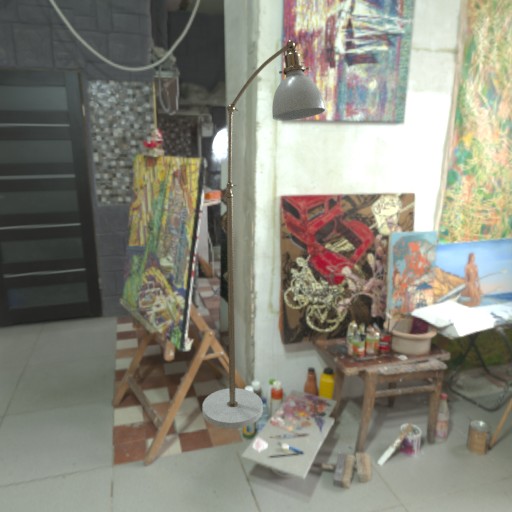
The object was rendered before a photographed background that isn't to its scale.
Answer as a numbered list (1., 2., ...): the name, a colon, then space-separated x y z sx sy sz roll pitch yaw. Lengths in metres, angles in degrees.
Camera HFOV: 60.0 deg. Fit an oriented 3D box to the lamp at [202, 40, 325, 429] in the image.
1. lamp: 0.000 0.000 1.828 0.599 1.586 0.288 14 20 42
